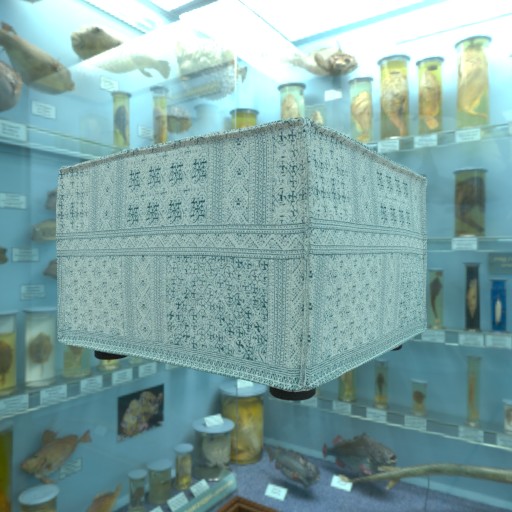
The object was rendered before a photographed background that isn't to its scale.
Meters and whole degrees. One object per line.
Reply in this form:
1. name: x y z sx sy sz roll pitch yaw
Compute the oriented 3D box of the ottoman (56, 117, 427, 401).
1. ottoman: 0.000 0.000 1.019 0.617 0.439 0.626 0 0 35
